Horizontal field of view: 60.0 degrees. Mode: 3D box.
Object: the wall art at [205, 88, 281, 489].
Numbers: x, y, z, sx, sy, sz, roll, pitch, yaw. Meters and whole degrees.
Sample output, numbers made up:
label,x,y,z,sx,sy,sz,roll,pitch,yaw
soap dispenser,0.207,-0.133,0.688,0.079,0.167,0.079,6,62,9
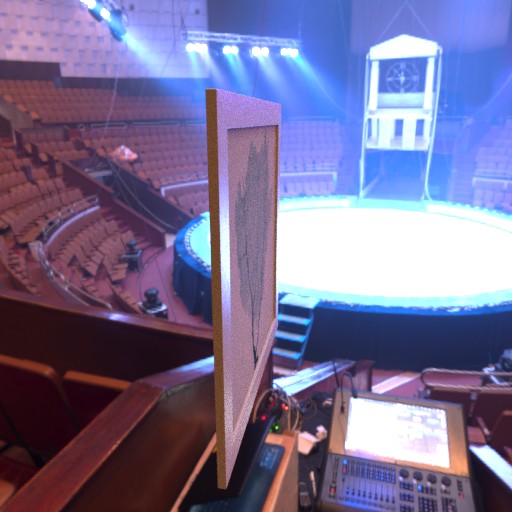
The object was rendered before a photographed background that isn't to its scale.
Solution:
label,x,y,z,sx,sy,sz,roll,pitch,yaw
wall art,0.000,0.000,0.865,0.015,0.577,0.572,3,17,10
